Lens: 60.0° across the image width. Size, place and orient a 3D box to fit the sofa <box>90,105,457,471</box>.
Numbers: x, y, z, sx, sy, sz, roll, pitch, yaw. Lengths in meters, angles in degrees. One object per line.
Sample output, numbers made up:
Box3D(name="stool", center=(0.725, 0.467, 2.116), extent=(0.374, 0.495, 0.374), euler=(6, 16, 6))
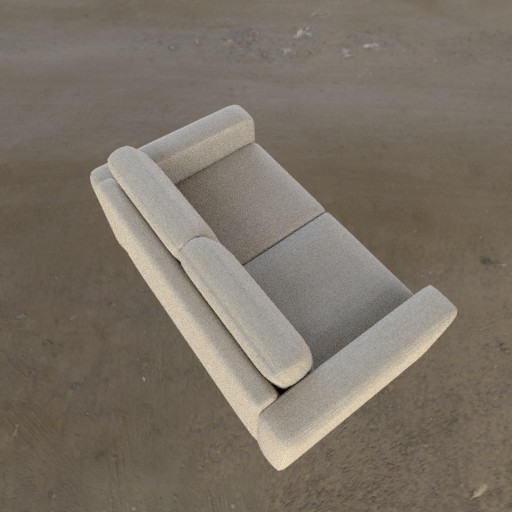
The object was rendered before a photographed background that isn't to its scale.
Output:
Box3D(name="sofa", center=(0.000, 0.000, 2.058), extent=(0.900, 0.800, 1.540), euler=(-32, 63, -18))
